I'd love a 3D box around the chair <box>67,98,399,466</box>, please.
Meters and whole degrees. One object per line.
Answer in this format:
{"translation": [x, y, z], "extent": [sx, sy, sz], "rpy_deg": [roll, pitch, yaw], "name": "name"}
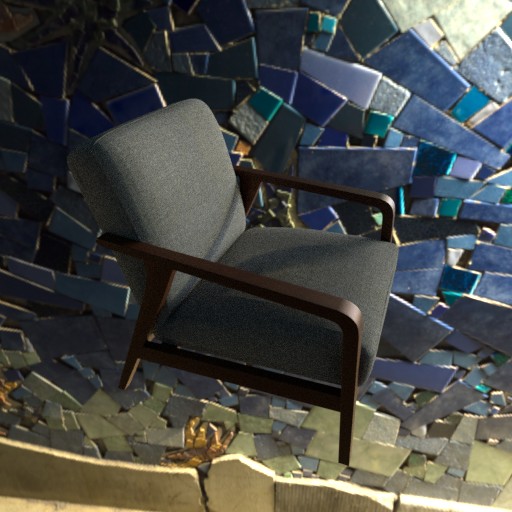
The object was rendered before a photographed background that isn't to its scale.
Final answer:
{"translation": [0.000, 0.000, 1.436], "extent": [0.858, 0.847, 0.704], "rpy_deg": [12, 33, 18], "name": "chair"}
